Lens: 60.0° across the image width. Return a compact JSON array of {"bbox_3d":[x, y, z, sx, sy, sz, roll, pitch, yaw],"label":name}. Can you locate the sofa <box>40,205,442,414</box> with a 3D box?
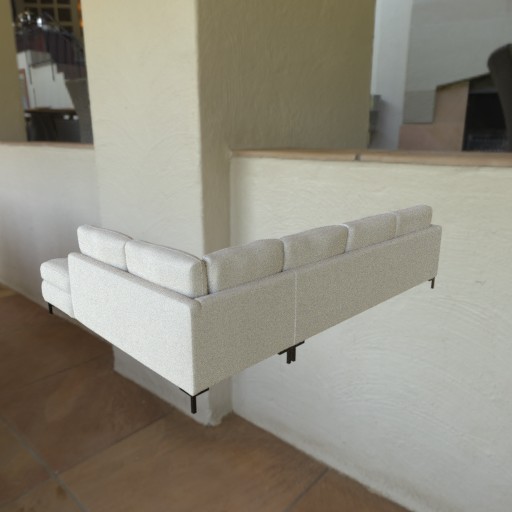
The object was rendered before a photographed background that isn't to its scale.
[{"bbox_3d":[0.000,0.000,3.856,2.949,0.815,2.007,-14,21,-43],"label":"sofa"}]
